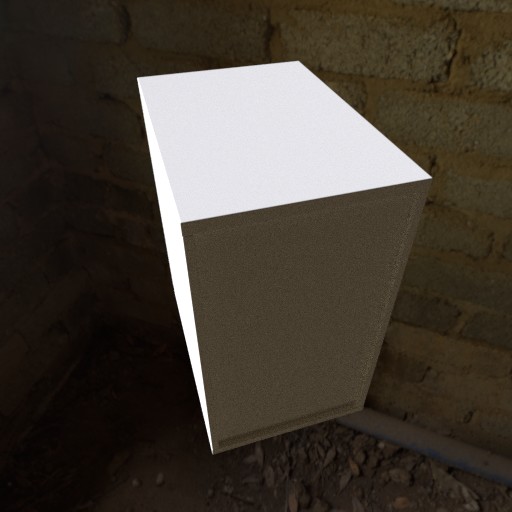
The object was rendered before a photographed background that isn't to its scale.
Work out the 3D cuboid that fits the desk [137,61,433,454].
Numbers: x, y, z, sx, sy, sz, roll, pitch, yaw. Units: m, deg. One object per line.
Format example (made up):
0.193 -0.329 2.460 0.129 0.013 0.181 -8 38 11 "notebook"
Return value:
0.000 0.000 1.115 0.404 0.730 0.600 -11 43 -13 "desk"
